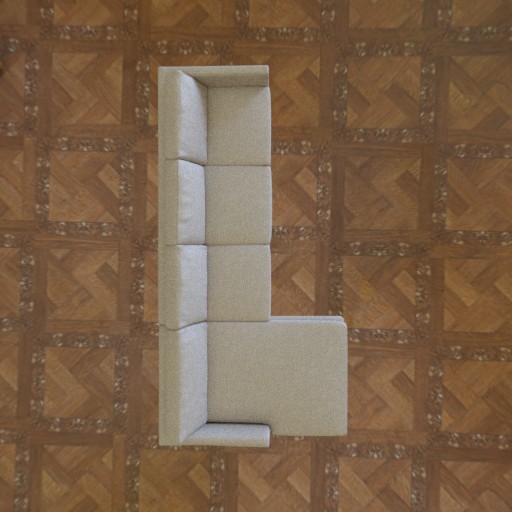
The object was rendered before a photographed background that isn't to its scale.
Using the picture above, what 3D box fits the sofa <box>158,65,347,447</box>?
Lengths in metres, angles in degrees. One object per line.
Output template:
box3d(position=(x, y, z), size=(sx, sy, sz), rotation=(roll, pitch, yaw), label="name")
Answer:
box3d(position=(0.000, 0.000, 3.915), size=(1.625, 0.846, 3.186), rotation=(0, 90, 3), label="sofa")
